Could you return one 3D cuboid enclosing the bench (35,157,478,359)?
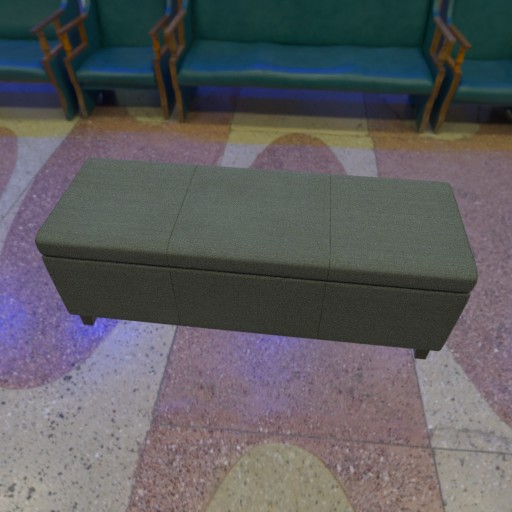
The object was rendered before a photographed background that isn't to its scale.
[{"bbox_3d":[0.000,0.000,1.513,1.269,0.438,0.446,5,46,5],"label":"bench"}]
